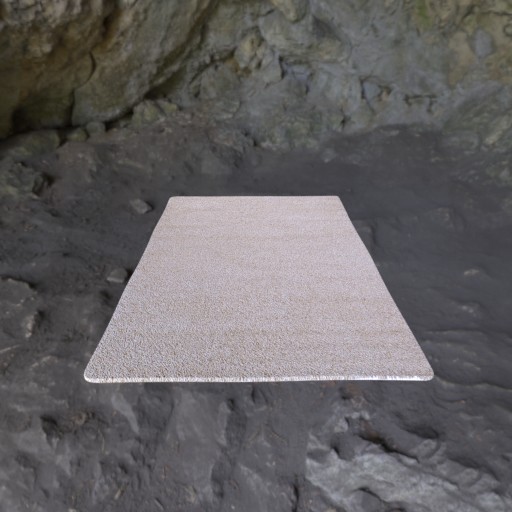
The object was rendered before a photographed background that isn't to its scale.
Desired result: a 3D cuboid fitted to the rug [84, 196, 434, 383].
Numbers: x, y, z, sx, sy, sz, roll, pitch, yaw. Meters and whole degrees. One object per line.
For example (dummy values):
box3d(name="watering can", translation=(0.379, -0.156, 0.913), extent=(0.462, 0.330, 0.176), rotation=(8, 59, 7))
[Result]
box3d(name="rug", translation=(0.000, 0.000, 2.920), extent=(1.500, 0.026, 2.349), rotation=(0, 27, -1))
